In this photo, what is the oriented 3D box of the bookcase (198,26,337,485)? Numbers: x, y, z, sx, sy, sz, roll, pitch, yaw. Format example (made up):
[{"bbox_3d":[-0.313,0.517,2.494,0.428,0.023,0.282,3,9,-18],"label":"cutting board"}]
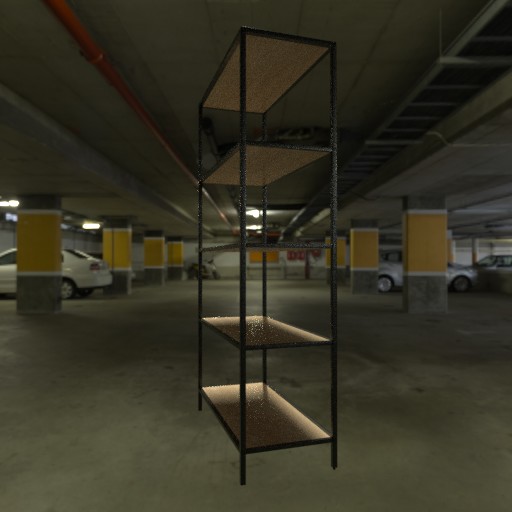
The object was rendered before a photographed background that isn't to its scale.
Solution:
[{"bbox_3d":[0.000,0.000,1.865,0.350,1.500,0.770,0,-1,-18],"label":"bookcase"}]
